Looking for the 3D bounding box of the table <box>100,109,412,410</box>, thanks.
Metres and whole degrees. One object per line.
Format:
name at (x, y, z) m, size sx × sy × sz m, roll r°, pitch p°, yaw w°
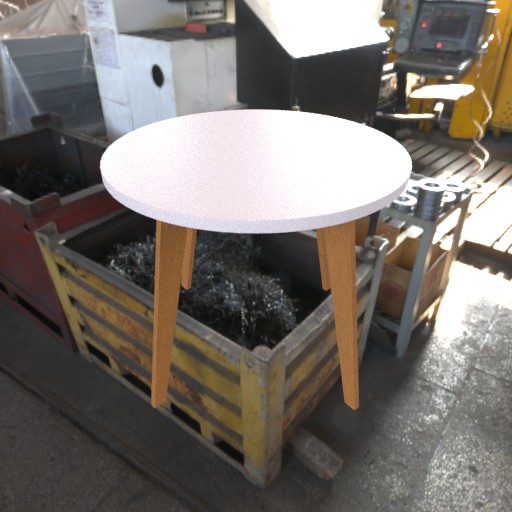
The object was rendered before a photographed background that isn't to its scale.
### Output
table at (0.000, 0.000, 1.534) m, size 0.896 × 0.762 × 0.896 m, roll 0°, pitch 33°, yaw 0°
